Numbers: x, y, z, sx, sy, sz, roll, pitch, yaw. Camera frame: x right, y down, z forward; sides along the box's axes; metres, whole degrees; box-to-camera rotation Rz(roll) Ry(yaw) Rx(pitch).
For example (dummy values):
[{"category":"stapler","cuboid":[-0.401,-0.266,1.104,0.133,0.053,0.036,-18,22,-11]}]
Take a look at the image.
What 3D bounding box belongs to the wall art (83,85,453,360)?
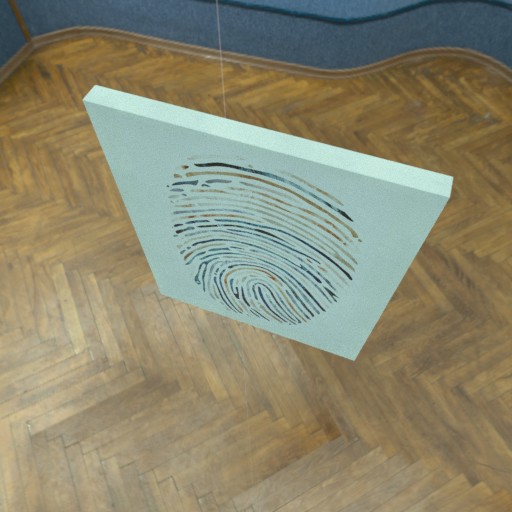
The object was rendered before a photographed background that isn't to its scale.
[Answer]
[{"category":"wall art","cuboid":[0.000,0.000,0.843,0.508,0.606,0.037,17,60,10]}]
